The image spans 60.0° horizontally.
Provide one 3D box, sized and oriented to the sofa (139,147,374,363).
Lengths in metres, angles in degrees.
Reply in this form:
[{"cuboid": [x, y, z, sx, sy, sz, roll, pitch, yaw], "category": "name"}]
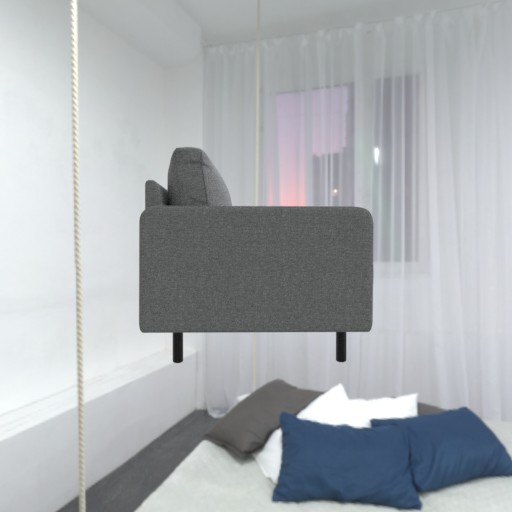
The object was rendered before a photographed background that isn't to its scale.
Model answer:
[{"cuboid": [0.000, 0.000, 2.669, 0.880, 0.880, 2.200, 0, 1, -1], "category": "sofa"}]
